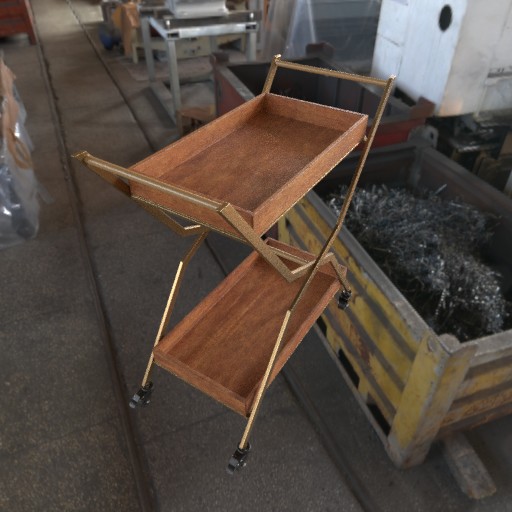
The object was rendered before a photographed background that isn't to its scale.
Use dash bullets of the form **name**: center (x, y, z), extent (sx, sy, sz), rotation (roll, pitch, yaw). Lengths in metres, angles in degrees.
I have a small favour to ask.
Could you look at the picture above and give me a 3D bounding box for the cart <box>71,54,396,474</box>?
- **cart**: center (0.000, 0.000, 1.299), extent (0.405, 0.869, 0.836), rotation (22, 45, 25)
